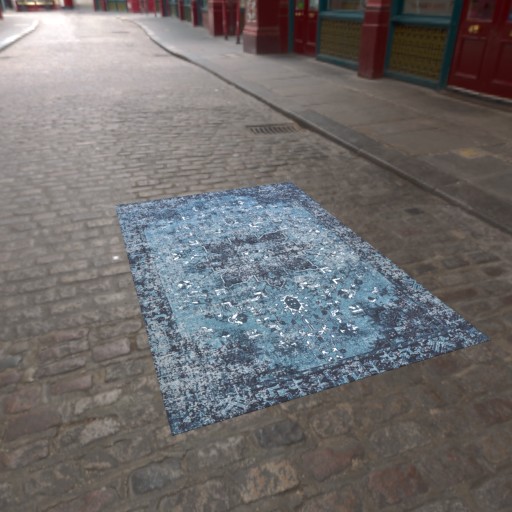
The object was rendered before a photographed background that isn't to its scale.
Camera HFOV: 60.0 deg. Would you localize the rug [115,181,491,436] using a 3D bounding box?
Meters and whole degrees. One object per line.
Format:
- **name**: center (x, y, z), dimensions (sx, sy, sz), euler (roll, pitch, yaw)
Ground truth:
- **rug**: center (0.000, 0.000, 2.238), dimensions (1.219, 0.005, 1.828), euler (-11, 31, -18)
